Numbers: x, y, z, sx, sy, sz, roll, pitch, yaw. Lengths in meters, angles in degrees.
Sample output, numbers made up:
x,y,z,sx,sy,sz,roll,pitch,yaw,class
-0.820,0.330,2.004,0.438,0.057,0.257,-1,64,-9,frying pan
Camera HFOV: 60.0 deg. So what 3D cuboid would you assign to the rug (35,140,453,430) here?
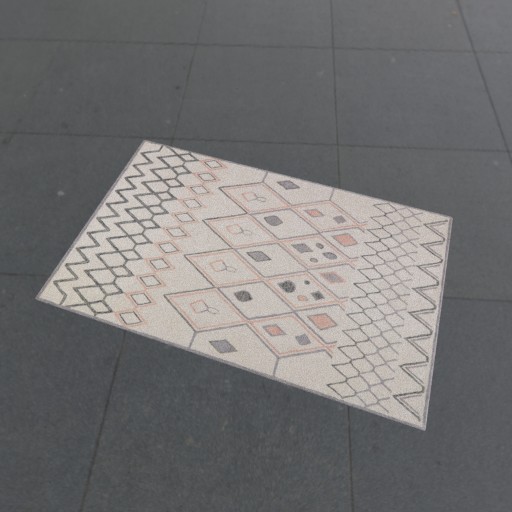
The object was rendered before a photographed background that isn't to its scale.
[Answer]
x,y,z,sx,sy,sz,roll,pitch,yaw,class
0.000,0.000,2.980,2.438,0.015,1.524,16,59,10,rug
